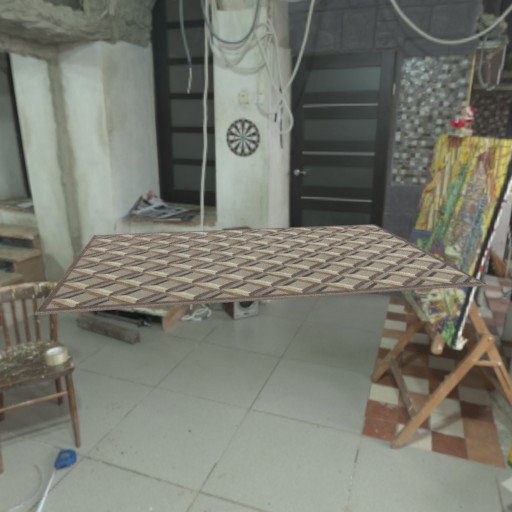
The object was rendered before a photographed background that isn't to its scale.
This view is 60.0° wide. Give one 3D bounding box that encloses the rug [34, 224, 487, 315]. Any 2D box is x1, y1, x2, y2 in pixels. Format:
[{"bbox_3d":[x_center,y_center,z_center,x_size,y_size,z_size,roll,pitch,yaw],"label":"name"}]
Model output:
[{"bbox_3d":[0.000,0.000,2.111,1.677,0.011,1.066,-3,17,-9],"label":"rug"}]
